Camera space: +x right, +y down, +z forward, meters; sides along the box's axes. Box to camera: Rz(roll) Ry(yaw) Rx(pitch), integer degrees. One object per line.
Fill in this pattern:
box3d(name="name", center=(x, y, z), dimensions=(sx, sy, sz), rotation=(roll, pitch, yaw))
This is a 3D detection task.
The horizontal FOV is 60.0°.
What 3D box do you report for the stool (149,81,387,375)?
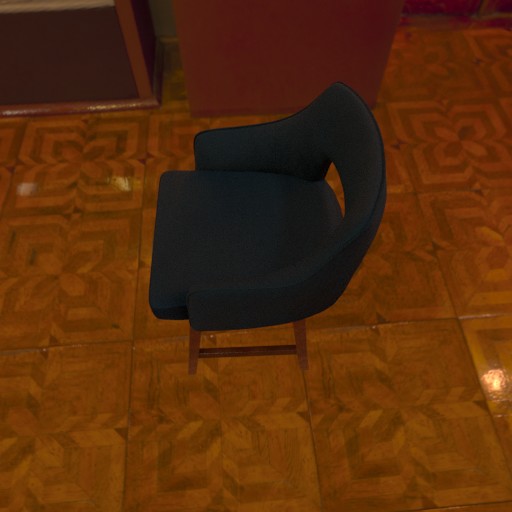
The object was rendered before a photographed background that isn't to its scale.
box3d(name="stool", center=(0.000, 0.000, 1.337), dimensions=(0.560, 0.940, 0.550), rotation=(-2, 58, -1))
